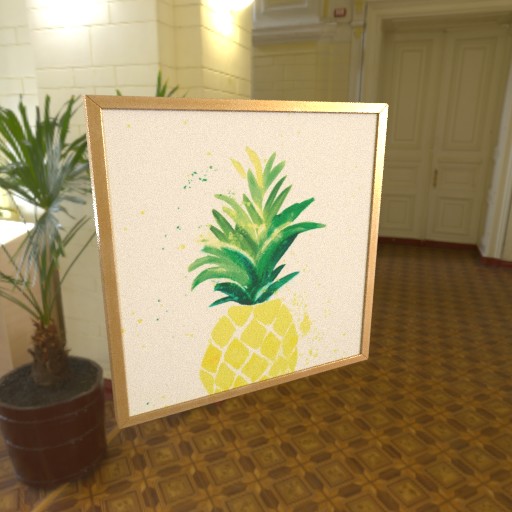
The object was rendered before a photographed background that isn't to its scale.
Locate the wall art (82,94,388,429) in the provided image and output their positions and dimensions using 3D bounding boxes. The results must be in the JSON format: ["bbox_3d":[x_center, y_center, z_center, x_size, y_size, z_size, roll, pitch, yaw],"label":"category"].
[{"bbox_3d":[0.000,0.000,0.767,0.510,0.509,0.033,-8,18,-25],"label":"wall art"}]
